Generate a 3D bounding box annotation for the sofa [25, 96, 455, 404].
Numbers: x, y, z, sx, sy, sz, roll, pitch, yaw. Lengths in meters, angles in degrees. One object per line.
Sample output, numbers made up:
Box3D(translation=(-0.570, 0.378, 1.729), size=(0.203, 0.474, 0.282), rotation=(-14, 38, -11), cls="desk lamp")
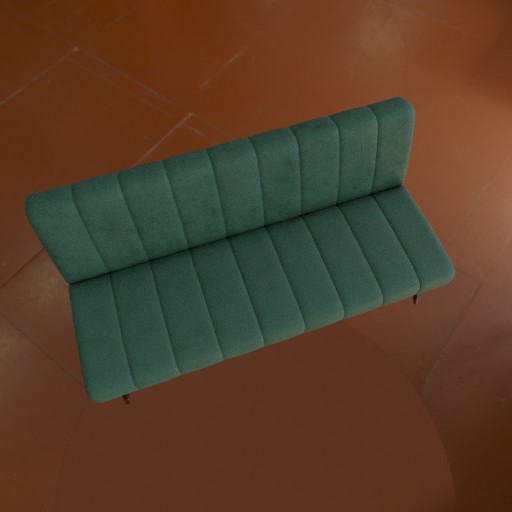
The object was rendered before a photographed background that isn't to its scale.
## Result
Box3D(translation=(0.000, 0.000, 2.173), size=(1.810, 0.820, 0.830), rotation=(-17, 64, -9), cls="sofa")
